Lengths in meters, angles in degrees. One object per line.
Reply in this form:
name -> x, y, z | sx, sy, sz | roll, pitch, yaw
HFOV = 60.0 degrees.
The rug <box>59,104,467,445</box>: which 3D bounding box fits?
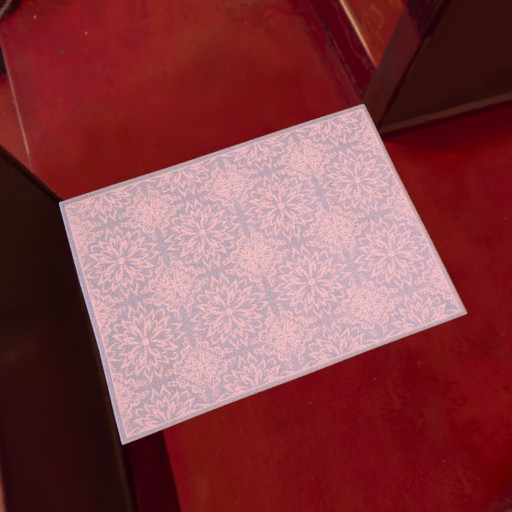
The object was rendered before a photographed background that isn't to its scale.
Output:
rug -> 0.000, 0.000, 2.839 | 2.205, 0.014, 1.589 | -19, 75, -5
